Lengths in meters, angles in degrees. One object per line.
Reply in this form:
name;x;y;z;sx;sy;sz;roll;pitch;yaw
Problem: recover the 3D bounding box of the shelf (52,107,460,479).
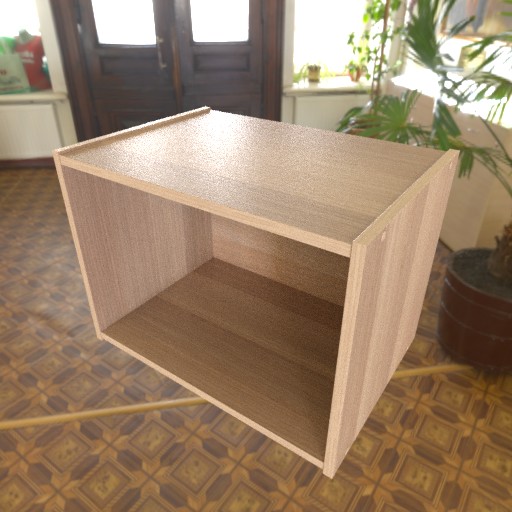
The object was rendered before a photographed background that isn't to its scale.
shelf;0.000;0.000;0.628;0.415;0.305;0.290;20;36;29
